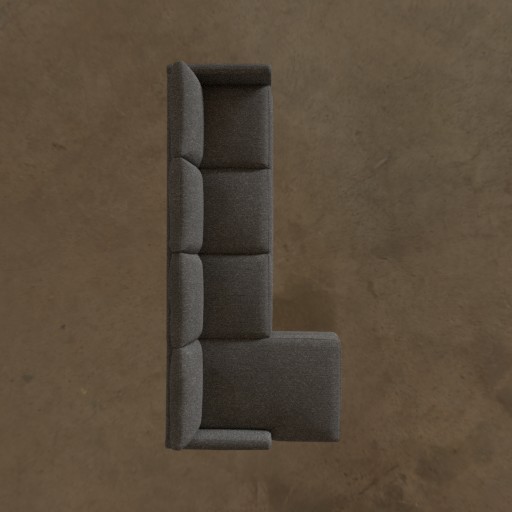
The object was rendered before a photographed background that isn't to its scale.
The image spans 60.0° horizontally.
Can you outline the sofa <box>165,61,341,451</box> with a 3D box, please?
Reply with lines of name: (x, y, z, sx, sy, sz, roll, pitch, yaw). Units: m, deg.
sofa: (0.000, 0.000, 3.489, 1.350, 0.810, 2.932, 0, 89, 1)
